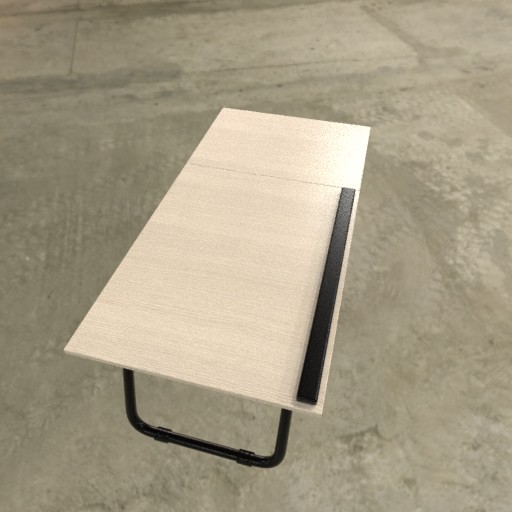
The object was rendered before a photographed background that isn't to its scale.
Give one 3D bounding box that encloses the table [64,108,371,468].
[{"bbox_3d":[0.000,0.000,0.813,0.322,0.242,0.644,11,47,10],"label":"table"}]
